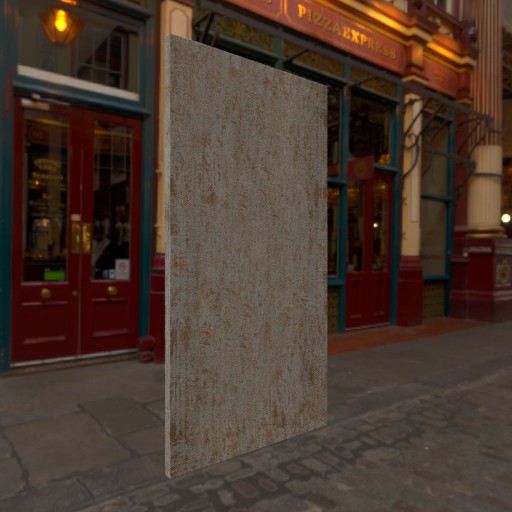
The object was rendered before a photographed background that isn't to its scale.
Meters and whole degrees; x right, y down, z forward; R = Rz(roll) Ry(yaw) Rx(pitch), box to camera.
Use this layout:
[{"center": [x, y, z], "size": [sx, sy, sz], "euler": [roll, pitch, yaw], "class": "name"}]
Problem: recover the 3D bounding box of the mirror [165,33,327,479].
[{"center": [0.000, 0.000, 1.071], "size": [0.472, 0.922, 0.027], "euler": [0, 0, -38], "class": "mirror"}]
